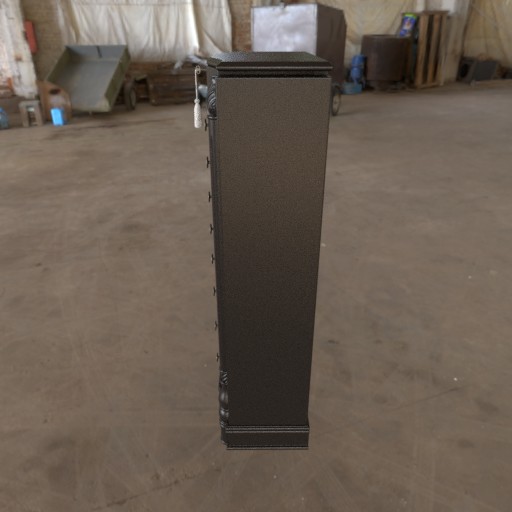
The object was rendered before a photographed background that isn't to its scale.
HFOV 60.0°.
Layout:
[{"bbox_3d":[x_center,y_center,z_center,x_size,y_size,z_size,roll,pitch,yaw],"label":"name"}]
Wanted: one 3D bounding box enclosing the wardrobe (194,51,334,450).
[{"bbox_3d":[0.000,0.000,1.226,0.295,1.011,0.444,0,27,0],"label":"wardrobe"}]
